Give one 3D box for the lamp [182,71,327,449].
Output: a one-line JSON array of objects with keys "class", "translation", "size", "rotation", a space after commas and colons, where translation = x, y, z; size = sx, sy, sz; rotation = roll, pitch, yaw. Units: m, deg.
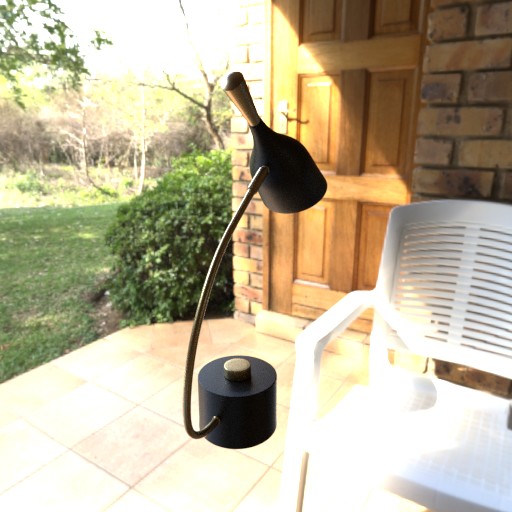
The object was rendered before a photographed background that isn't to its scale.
[{"class": "lamp", "translation": [0.000, 0.000, 0.613], "size": [0.110, 0.464, 0.352], "rotation": [8, 18, 26]}]
